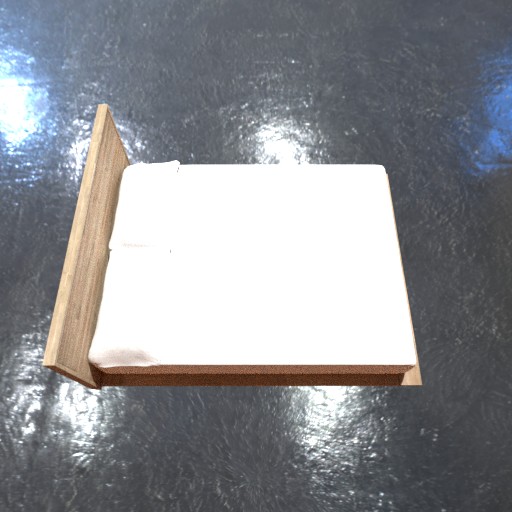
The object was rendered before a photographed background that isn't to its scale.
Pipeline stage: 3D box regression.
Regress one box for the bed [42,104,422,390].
[{"bbox_3d":[0.000,0.000,3.079,2.145,1.071,1.759,0,63,0],"label":"bed"}]
